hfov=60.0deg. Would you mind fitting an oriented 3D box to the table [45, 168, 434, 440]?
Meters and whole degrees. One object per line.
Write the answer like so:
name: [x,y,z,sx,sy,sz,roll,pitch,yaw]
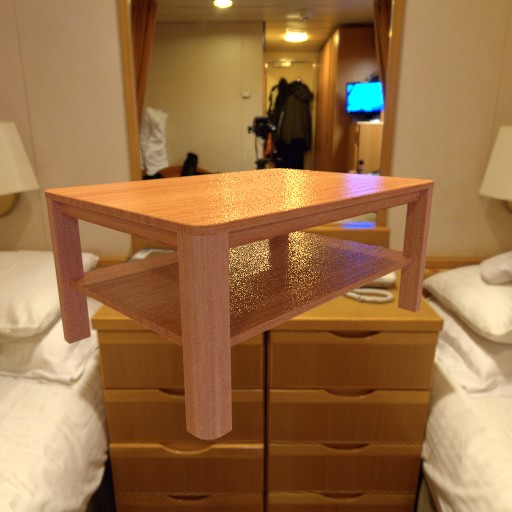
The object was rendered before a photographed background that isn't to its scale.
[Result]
table: [0.000,0.000,1.394,0.696,0.445,0.997,15,22,42]
